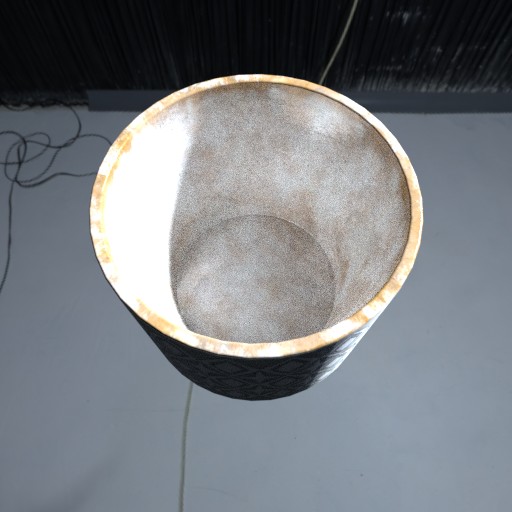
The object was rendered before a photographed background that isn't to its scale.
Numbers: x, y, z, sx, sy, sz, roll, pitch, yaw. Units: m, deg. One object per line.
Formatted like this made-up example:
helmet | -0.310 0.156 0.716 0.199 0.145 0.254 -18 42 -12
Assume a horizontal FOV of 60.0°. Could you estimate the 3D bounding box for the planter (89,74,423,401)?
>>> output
planter | 0.000 0.000 0.441 0.255 0.223 0.255 0 64 0
